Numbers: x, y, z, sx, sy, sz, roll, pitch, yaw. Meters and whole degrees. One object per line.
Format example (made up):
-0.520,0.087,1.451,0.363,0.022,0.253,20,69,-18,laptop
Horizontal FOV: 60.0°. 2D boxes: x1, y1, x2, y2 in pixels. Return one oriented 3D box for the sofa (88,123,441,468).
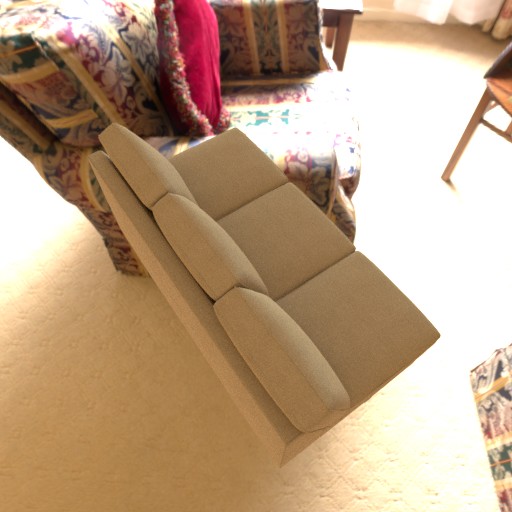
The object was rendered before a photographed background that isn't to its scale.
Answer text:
0.000,0.000,2.744,1.127,1.036,2.092,-31,62,-18,sofa
